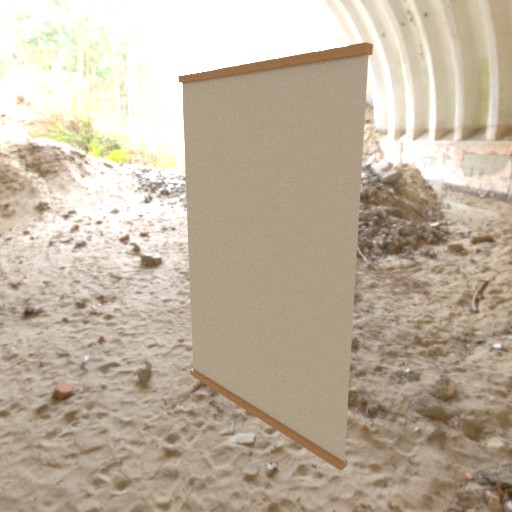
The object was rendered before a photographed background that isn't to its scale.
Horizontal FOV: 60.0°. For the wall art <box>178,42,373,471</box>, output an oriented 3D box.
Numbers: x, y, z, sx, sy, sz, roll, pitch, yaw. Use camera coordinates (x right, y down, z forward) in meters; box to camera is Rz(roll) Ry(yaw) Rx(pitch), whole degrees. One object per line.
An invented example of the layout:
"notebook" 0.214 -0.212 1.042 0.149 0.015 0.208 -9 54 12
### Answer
"wall art" 0.000 0.000 1.871 0.040 1.510 0.991 -14 20 -42
